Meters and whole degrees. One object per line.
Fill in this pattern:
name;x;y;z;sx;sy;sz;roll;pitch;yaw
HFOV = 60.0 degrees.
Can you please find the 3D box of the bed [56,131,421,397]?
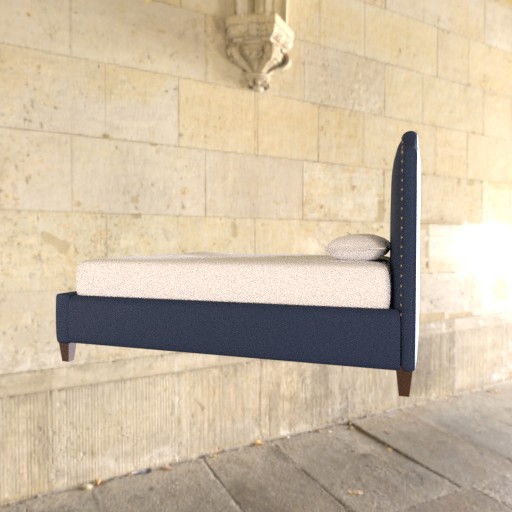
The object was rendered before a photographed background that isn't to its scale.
bed;0.000;0.000;3.472;2.372;1.443;1.712;1;2;18
